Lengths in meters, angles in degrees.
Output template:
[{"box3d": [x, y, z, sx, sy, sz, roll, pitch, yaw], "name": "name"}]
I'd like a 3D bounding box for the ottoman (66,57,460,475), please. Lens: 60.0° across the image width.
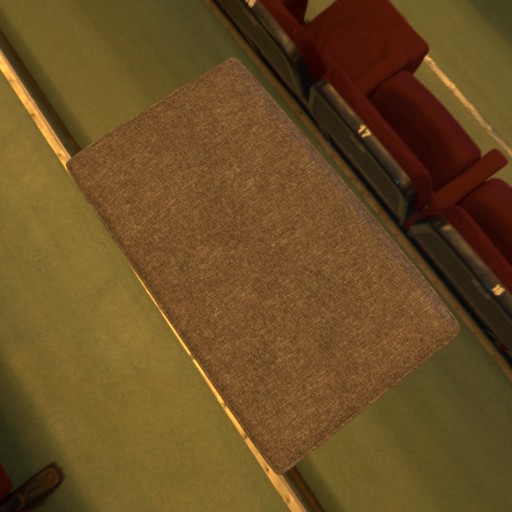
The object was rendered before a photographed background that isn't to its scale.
[{"box3d": [0.000, 0.000, 1.554, 0.717, 0.487, 1.184, -35, 79, -8], "name": "ottoman"}]
